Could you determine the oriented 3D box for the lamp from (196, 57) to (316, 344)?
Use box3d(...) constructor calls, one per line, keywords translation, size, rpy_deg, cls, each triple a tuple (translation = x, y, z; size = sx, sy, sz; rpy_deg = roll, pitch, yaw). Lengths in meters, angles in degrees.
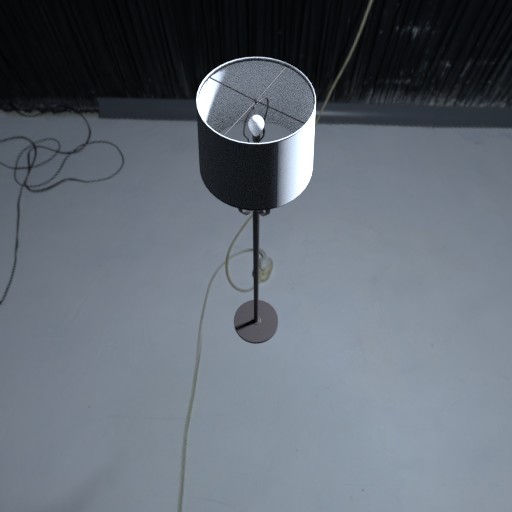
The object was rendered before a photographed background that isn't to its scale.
box3d(translation=(0.000, 0.000, 1.584), size=(0.286, 1.462, 0.286), rpy_deg=(3, 63, 1), cls="lamp")
